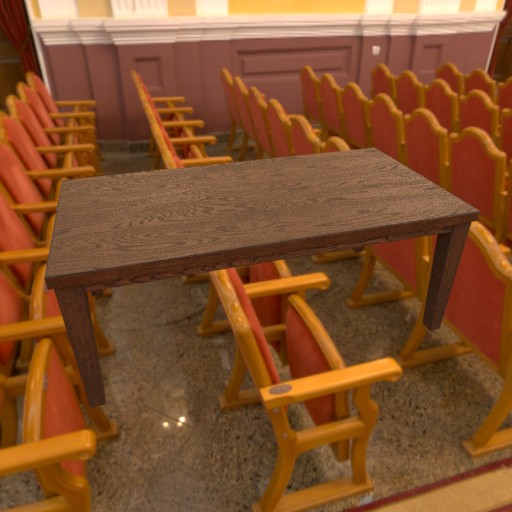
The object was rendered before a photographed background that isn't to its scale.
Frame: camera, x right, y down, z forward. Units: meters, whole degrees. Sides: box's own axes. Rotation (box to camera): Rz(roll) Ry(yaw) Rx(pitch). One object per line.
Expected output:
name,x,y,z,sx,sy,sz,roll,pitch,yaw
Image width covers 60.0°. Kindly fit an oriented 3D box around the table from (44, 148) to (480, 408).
table,0.000,0.000,2.530,1.981,0.762,1.016,-9,33,-14
